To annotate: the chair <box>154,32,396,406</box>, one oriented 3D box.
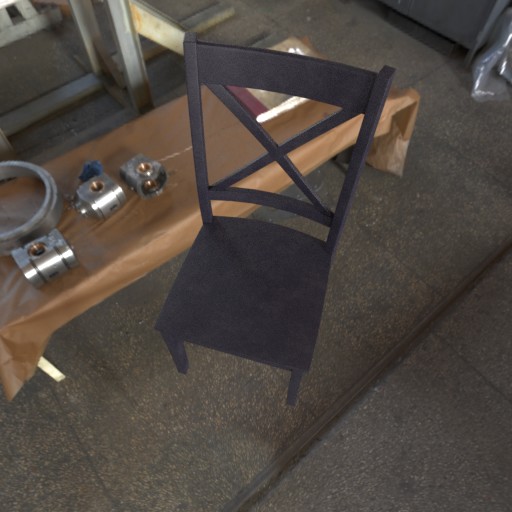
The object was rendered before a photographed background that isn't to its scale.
[{"bbox_3d":[0.000,0.000,1.281,0.485,0.983,0.542,14,59,8],"label":"chair"}]
